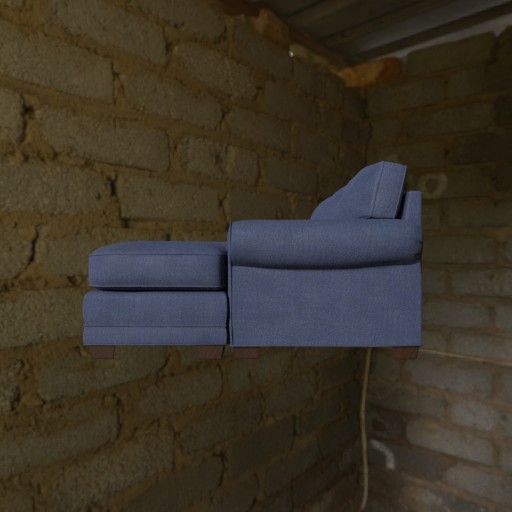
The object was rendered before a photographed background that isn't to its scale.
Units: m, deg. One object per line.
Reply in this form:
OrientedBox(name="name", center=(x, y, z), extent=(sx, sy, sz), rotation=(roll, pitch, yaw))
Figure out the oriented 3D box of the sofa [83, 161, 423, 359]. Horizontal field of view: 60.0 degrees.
OrientedBox(name="sofa", center=(0.000, 0.000, 3.484), extent=(1.780, 1.063, 2.567), rotation=(0, 0, 1))
